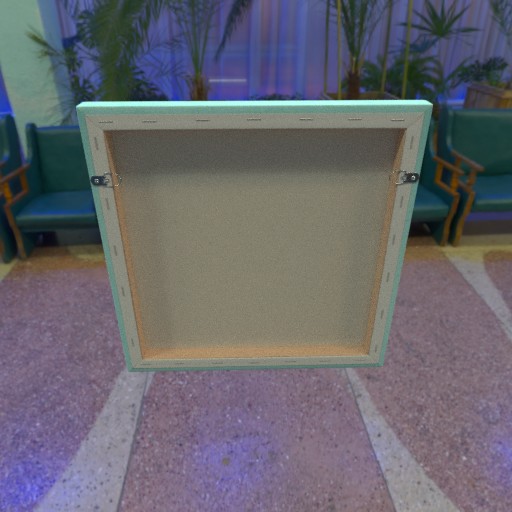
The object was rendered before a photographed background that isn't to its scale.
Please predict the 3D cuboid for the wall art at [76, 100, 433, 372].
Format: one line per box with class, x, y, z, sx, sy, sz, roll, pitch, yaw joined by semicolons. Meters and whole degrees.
wall art;0.000;0.000;1.153;0.765;0.766;0.054;-1;30;-2
